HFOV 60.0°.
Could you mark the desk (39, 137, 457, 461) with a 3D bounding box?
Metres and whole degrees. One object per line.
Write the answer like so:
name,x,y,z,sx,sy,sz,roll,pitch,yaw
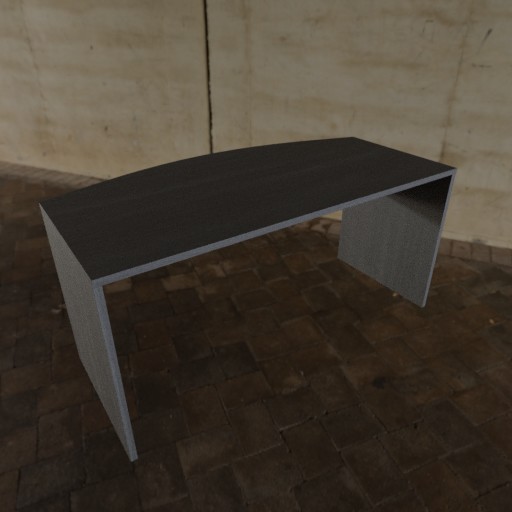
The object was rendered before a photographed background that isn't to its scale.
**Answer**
desk,0.000,0.000,2.029,1.600,0.750,0.802,-19,35,-29
